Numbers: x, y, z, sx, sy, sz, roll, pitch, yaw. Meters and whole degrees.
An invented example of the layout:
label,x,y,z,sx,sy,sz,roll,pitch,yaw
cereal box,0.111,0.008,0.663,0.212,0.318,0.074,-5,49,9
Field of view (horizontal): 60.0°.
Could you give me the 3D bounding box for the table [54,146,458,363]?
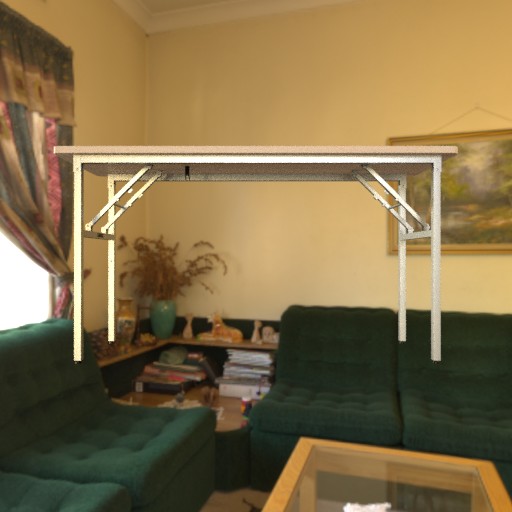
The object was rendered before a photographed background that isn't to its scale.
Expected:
label,x,y,z,sx,sy,sz,roll,pitch,yaw
table,0.000,0.000,1.732,1.397,0.750,0.446,0,0,0
